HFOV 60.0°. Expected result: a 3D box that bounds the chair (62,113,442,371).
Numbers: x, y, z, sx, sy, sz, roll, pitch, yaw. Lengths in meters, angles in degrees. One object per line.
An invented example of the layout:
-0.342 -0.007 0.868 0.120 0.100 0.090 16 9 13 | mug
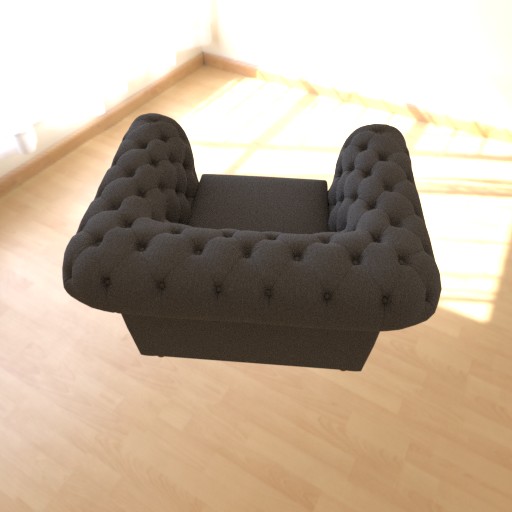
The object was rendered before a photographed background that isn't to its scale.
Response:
0.000 0.000 1.880 1.270 0.770 0.976 4 47 3 | chair
